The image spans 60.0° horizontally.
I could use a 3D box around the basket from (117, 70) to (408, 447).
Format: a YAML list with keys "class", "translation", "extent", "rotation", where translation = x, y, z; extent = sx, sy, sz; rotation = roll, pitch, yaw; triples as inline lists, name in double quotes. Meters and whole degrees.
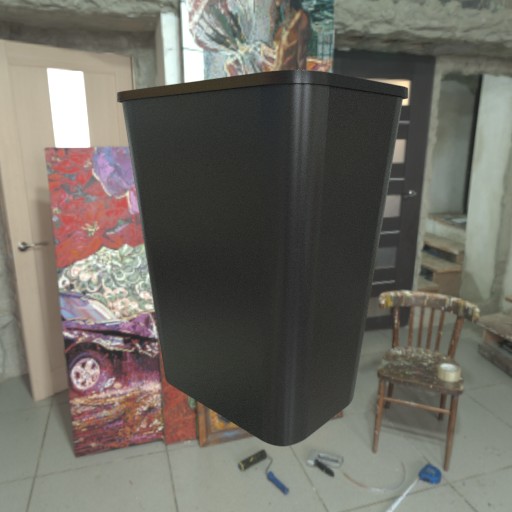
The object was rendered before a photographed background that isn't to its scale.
- class: "basket"
  translation: [0.000, 0.000, 0.744]
  extent: [0.394, 0.521, 0.287]
  rotation: [13, 20, 42]
